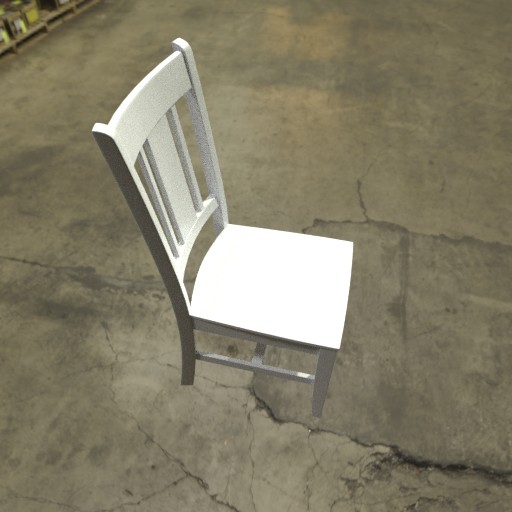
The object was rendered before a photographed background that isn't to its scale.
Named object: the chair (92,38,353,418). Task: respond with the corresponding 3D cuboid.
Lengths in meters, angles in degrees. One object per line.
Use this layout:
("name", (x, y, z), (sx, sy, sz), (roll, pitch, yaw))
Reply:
("chair", (0.000, 0.000, 1.276), (0.555, 0.998, 0.450), (10, 47, 9))
